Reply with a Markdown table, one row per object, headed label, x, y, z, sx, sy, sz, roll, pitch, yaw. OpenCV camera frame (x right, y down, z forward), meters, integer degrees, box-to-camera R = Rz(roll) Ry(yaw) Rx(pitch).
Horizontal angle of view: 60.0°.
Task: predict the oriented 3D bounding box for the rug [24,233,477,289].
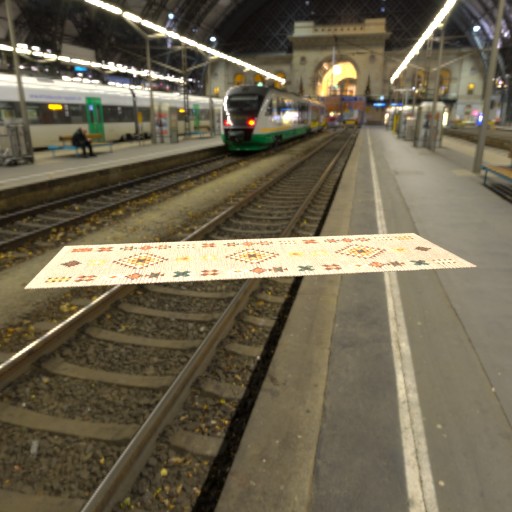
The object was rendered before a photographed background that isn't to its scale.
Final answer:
| label | x | y | z | sx | sy | sz | roll | pitch | yaw |
| --- | --- | --- | --- | --- | --- | --- | --- | --- | --- |
| rug | 0.000 | 0.000 | 2.718 | 2.432 | 0.008 | 0.766 | -2 | 18 | -8 |
